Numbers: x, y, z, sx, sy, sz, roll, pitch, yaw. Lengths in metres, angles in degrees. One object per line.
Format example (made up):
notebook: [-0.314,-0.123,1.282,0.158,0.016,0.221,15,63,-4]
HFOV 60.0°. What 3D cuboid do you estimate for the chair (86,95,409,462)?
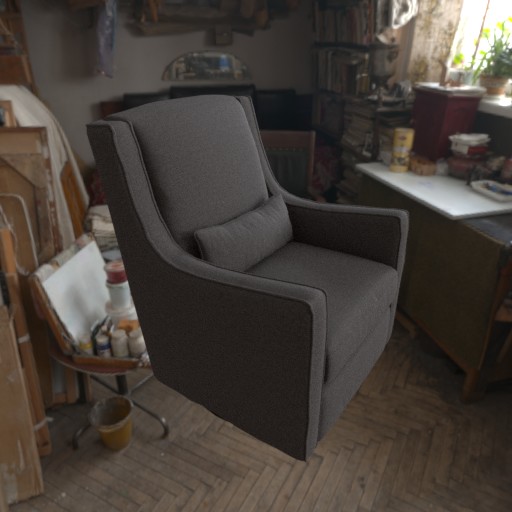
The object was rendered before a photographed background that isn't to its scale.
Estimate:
chair: [0.000,0.000,1.564,0.879,0.993,0.732,18,33,30]
